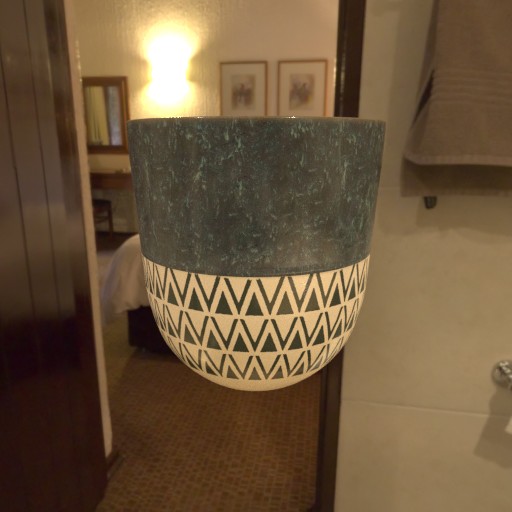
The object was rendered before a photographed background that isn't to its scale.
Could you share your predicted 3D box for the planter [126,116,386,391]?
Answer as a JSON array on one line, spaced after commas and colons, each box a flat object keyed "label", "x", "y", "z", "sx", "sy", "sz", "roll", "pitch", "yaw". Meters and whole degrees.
[{"label": "planter", "x": 0.000, "y": 0.000, "z": 0.371, "sx": 0.195, "sy": 0.214, "sz": 0.195, "roll": 0, "pitch": 15, "yaw": 0}]
